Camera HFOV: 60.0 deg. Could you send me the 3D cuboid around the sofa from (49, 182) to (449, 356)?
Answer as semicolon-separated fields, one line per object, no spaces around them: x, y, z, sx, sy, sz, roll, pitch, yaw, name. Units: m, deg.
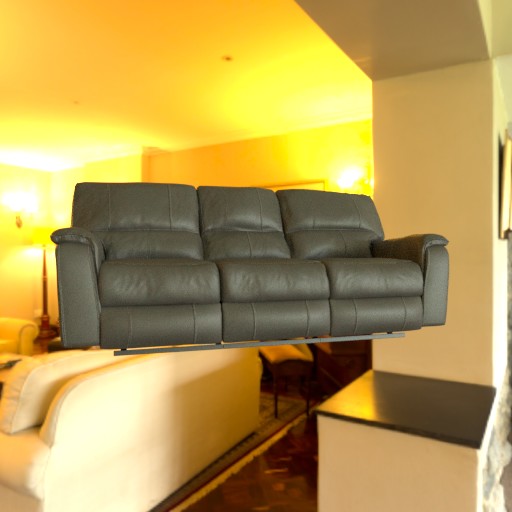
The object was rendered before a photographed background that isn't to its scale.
0.000;0.000;3.203;2.627;1.134;1.104;0;0;-18;sofa
